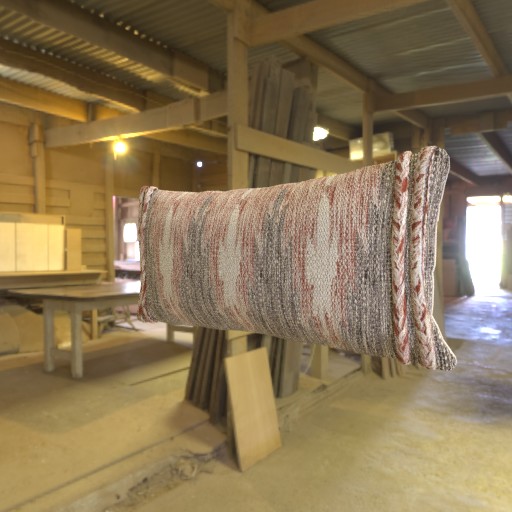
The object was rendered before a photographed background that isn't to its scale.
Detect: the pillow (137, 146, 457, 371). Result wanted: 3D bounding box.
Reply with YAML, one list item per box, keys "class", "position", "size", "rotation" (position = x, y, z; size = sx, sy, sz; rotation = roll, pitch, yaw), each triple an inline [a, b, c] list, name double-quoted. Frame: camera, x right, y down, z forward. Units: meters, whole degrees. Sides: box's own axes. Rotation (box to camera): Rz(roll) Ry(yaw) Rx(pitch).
- class: "pillow"
  position: [0.000, 0.000, 0.742]
  size: [0.635, 0.282, 0.139]
  rotation: [1, 1, 38]
